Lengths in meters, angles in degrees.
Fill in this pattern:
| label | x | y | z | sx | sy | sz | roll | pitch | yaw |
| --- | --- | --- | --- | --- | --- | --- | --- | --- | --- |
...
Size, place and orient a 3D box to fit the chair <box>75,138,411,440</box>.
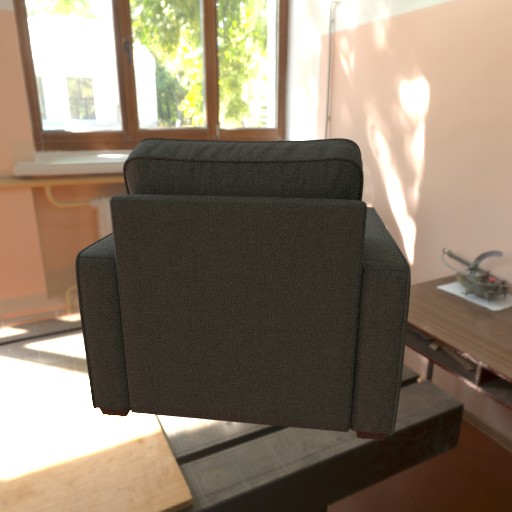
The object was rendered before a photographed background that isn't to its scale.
| label | x | y | z | sx | sy | sz | roll | pitch | yaw |
| --- | --- | --- | --- | --- | --- | --- | --- | --- | --- |
| chair | 0.000 | 0.000 | 1.735 | 1.017 | 0.919 | 0.940 | 2 | 17 | 7 |
